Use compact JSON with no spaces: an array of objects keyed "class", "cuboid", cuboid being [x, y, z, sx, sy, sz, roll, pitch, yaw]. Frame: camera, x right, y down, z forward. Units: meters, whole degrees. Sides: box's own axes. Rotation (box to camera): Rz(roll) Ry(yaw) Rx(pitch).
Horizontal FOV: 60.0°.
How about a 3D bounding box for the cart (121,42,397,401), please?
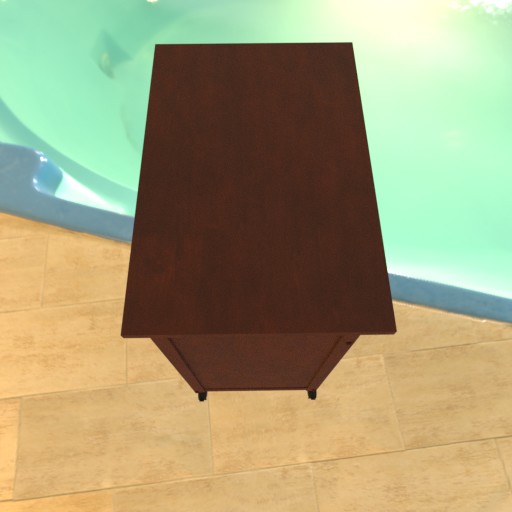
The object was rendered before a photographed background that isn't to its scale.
[{"class":"cart","cuboid":[0.000,0.000,1.244,0.442,0.864,0.683,-1,65,0]}]
